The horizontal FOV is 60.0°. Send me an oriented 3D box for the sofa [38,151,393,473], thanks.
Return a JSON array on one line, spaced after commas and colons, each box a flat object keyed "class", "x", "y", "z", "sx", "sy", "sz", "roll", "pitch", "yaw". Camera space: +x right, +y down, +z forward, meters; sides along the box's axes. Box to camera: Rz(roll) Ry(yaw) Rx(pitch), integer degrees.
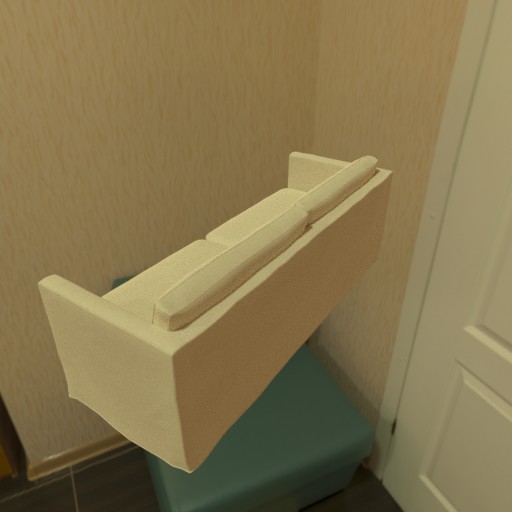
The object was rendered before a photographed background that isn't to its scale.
[{"class": "sofa", "x": 0.000, "y": 0.000, "z": 3.269, "sx": 1.036, "sy": 0.999, "sz": 2.779, "roll": 19, "pitch": 36, "yaw": 29}]
